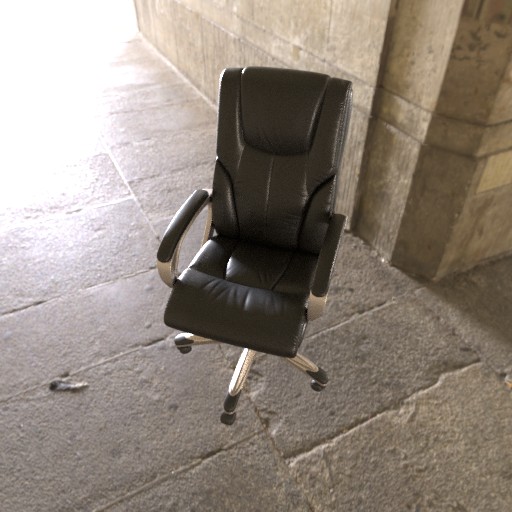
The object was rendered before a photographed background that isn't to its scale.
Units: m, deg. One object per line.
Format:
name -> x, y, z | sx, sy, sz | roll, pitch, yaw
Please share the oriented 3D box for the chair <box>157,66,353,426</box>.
chair -> 0.000, 0.000, 1.664 | 0.700, 1.145, 0.780 | 12, 42, 13
